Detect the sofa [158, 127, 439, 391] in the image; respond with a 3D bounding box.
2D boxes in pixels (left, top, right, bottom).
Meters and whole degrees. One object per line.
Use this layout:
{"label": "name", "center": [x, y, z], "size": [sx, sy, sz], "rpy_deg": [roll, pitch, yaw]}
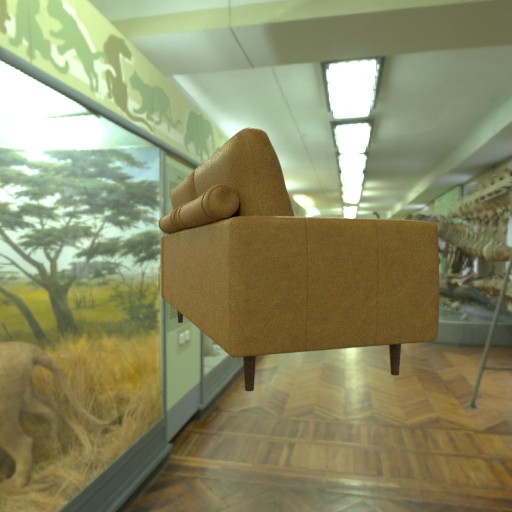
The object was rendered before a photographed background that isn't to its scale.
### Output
{"label": "sofa", "center": [0.000, 0.000, 2.309], "size": [0.850, 0.898, 1.821], "rpy_deg": [0, 1, -19]}
